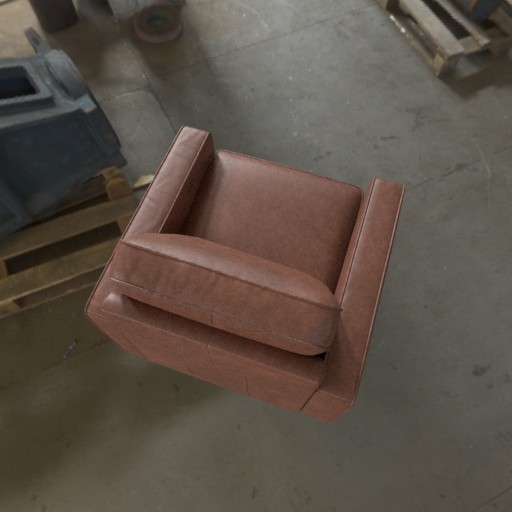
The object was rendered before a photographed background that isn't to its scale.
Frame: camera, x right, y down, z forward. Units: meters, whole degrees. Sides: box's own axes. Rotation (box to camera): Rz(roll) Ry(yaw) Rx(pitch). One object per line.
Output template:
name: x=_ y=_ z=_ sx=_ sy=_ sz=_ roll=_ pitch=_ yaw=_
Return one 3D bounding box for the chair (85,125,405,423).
chair: x=0.000 y=0.000 z=1.787 sx=1.017 sy=0.919 sz=0.940 roll=17 pitch=65 yaw=8
